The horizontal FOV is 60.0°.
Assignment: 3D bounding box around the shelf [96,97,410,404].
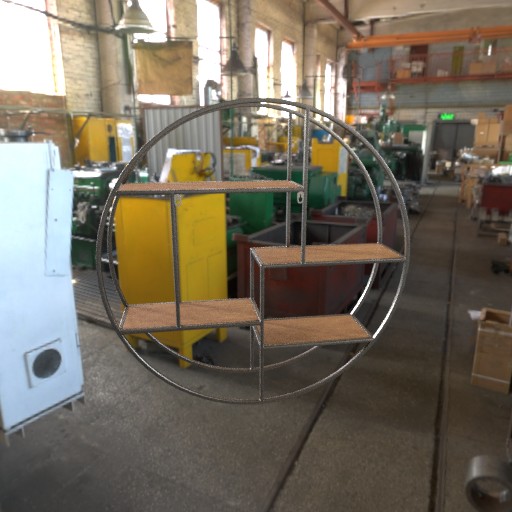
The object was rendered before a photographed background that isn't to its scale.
[{"bbox_3d":[0.000,0.000,1.337,0.888,0.888,0.202,-2,16,-9],"label":"shelf"}]
